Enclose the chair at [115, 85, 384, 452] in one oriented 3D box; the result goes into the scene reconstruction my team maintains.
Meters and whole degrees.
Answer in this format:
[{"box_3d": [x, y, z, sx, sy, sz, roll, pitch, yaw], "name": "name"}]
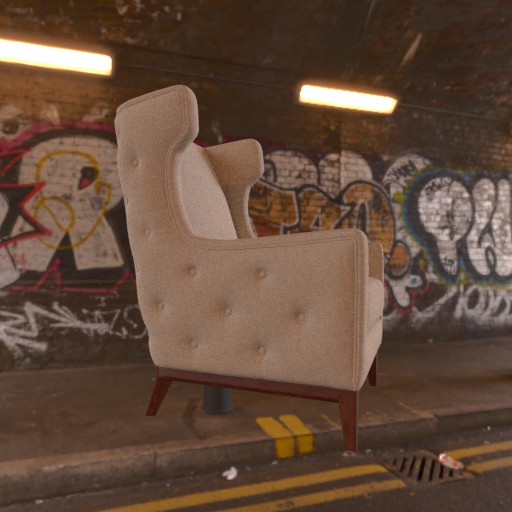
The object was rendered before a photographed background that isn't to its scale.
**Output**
[{"box_3d": [0.000, 0.000, 1.667, 0.899, 1.079, 0.778, 0, -1, 20], "name": "chair"}]
